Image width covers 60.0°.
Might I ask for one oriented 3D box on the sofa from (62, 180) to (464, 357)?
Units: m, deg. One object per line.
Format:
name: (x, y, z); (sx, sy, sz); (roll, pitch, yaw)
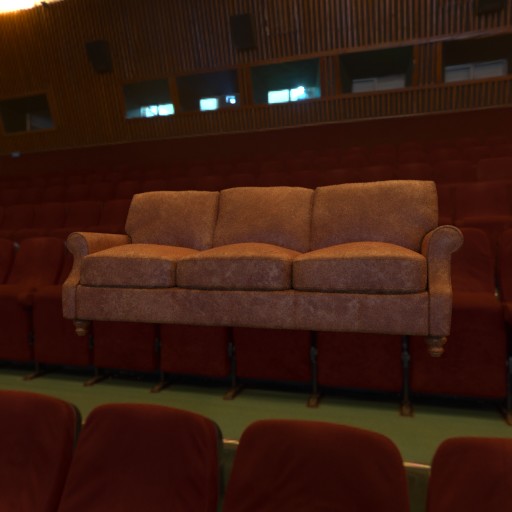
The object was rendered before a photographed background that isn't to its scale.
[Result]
sofa: (0.000, 0.000, 2.834); (2.351, 0.977, 0.973); (0, 0, 16)
